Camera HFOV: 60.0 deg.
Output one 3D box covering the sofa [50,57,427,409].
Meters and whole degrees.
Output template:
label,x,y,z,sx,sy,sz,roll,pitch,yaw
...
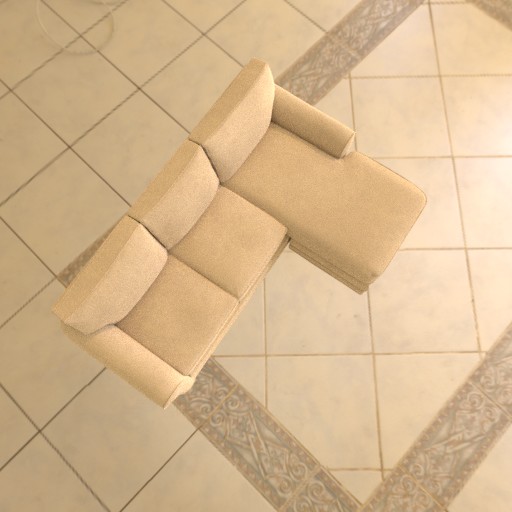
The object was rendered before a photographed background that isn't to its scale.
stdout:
label,x,y,z,sx,sy,sz,roll,pitch,yaw
sofa,0.000,0.000,2.359,1.226,0.734,1.770,33,78,8
